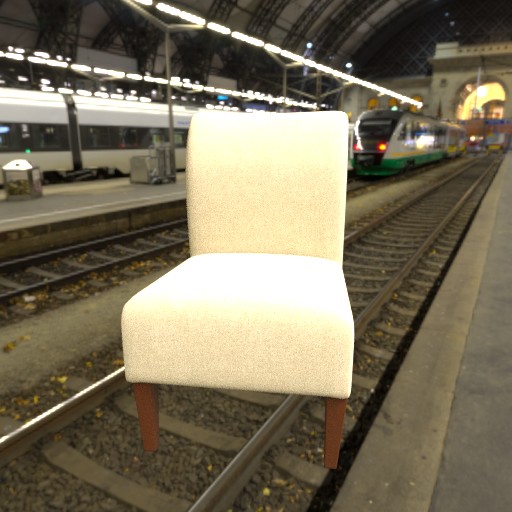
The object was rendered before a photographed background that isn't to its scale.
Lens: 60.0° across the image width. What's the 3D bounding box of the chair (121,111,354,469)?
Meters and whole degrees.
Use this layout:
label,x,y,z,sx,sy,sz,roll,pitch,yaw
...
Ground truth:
label,x,y,z,sx,sy,sz,roll,pitch,yaw
chair,0.000,0.000,1.282,0.521,0.833,0.754,2,15,8
